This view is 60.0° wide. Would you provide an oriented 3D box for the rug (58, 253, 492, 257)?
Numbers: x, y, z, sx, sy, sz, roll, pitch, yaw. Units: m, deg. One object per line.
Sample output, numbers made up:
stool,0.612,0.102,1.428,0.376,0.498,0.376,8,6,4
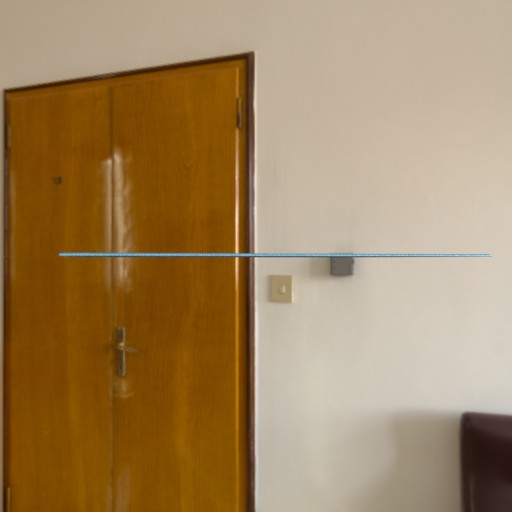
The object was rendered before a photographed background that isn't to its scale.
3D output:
rug,0.000,0.000,3.948,2.964,0.018,2.350,0,0,-17
